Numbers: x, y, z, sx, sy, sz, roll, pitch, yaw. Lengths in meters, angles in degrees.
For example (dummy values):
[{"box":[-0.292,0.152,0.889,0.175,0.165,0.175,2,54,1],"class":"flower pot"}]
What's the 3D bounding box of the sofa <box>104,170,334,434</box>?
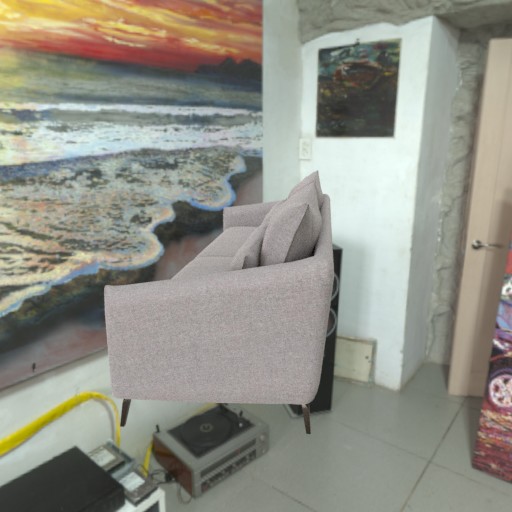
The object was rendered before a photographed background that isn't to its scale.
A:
[{"box":[0.000,0.000,2.451,0.809,0.833,2.022,2,15,8],"class":"sofa"}]
